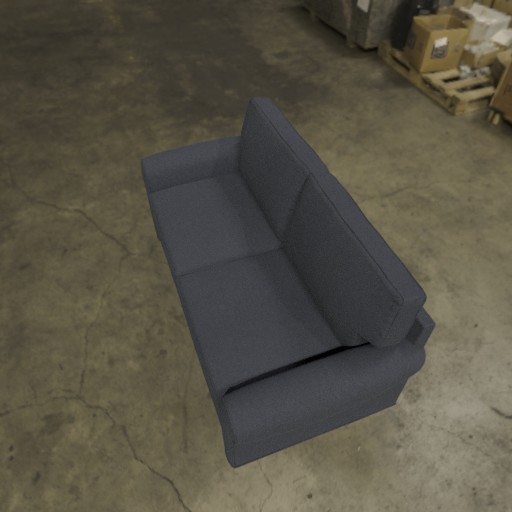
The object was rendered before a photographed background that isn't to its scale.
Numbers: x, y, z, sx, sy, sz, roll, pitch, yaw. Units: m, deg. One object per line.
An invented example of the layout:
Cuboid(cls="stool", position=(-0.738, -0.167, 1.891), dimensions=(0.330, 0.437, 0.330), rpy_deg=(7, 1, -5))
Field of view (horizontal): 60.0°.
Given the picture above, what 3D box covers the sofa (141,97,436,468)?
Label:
Cuboid(cls="sofa", position=(0.000, 0.000, 2.525), dimensions=(0.951, 1.031, 2.009), rpy_deg=(-15, 49, -14))
